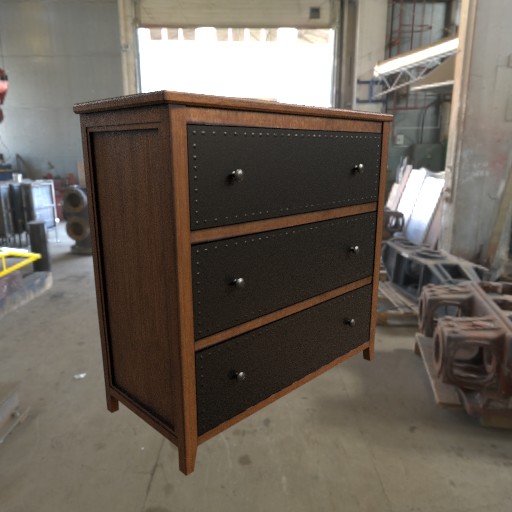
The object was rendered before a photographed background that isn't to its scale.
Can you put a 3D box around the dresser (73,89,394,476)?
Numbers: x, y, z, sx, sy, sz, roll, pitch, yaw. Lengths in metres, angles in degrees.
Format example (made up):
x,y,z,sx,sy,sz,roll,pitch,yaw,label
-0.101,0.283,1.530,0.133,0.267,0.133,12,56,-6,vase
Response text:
x,y,z,sx,sy,sz,roll,pitch,yaw,label
0.000,0.000,1.943,0.591,1.224,1.250,13,19,43,dresser
